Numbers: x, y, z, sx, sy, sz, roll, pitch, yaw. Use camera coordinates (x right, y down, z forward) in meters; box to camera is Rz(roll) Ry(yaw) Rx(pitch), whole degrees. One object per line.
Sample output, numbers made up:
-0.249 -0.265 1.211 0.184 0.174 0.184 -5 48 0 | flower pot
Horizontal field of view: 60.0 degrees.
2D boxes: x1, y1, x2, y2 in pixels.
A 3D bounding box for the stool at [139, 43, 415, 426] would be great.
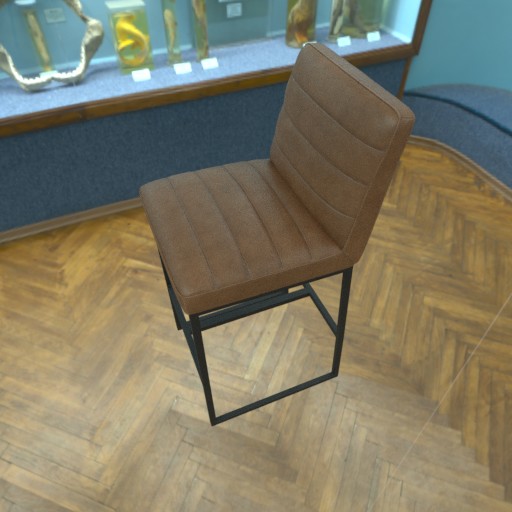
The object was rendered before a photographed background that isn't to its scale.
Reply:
0.000 0.000 1.328 0.556 1.040 0.458 -17 48 -15 | stool
